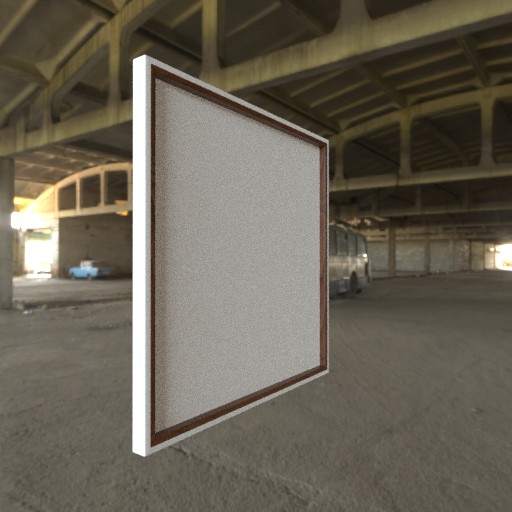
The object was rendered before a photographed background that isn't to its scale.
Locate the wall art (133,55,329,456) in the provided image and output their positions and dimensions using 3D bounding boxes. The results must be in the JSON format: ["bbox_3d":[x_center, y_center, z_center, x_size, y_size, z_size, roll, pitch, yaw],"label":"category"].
[{"bbox_3d":[0.000,0.000,1.148,0.037,0.757,0.757,0,0,36],"label":"wall art"}]
